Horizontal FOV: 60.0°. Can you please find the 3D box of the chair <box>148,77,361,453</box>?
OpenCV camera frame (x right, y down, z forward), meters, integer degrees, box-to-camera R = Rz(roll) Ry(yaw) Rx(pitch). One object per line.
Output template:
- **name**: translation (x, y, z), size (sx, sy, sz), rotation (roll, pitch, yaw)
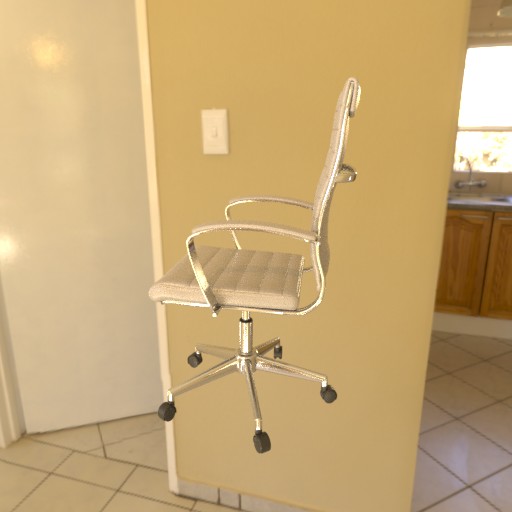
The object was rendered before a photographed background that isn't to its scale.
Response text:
- **chair**: translation (0.000, 0.000, 1.597), size (0.667, 1.149, 0.679), rotation (2, 16, 8)
